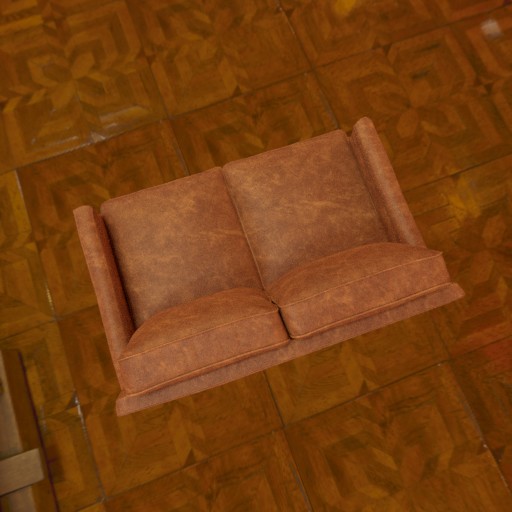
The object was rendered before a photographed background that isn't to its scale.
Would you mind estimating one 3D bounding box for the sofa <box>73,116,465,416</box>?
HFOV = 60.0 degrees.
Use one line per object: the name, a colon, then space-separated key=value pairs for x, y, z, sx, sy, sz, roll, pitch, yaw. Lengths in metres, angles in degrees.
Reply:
sofa: x=0.000 y=0.000 z=2.252 sx=1.597 sy=1.003 sz=1.084 roll=-18 pitch=76 yaw=-5
